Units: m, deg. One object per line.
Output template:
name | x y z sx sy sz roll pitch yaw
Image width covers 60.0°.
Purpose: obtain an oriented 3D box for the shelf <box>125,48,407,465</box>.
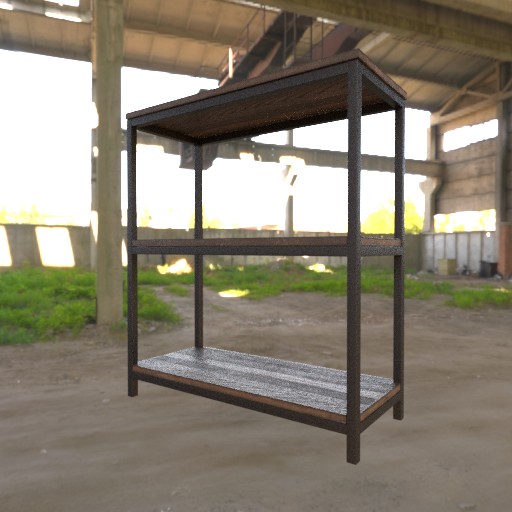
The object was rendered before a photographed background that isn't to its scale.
shelf | 0.000 0.000 1.387 0.822 0.947 0.352 1 1 36
